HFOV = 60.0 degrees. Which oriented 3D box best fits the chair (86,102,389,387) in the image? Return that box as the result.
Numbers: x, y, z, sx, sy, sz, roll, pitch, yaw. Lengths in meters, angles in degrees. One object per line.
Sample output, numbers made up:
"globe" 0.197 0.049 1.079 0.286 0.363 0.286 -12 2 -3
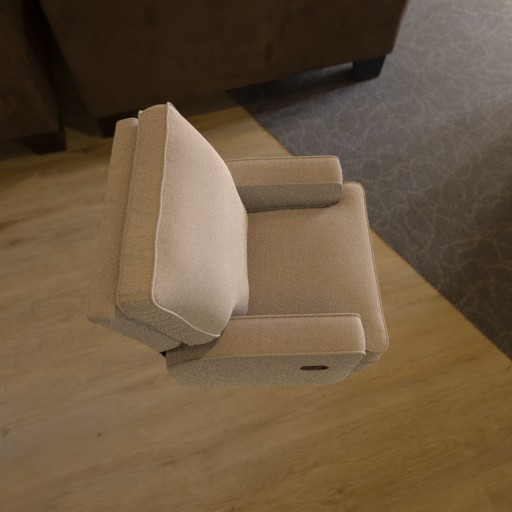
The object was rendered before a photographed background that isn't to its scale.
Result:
"chair" 0.000 0.000 1.723 0.969 0.964 0.861 -1 63 -1
